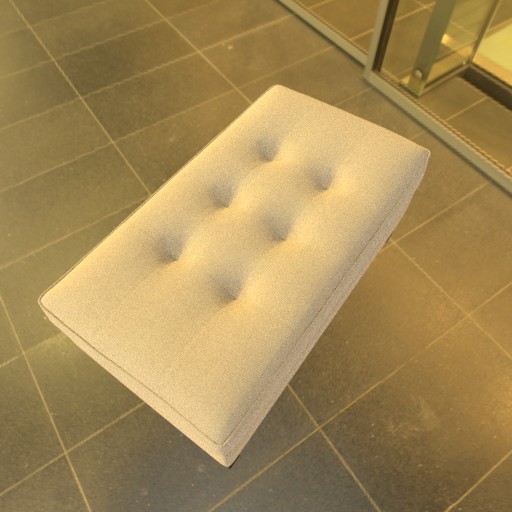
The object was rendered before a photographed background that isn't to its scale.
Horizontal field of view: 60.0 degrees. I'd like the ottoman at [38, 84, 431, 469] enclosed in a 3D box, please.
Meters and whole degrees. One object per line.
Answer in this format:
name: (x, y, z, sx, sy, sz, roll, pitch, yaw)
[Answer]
ottoman: (0.000, 0.000, 1.482, 0.648, 0.508, 1.143, 32, 63, 18)
